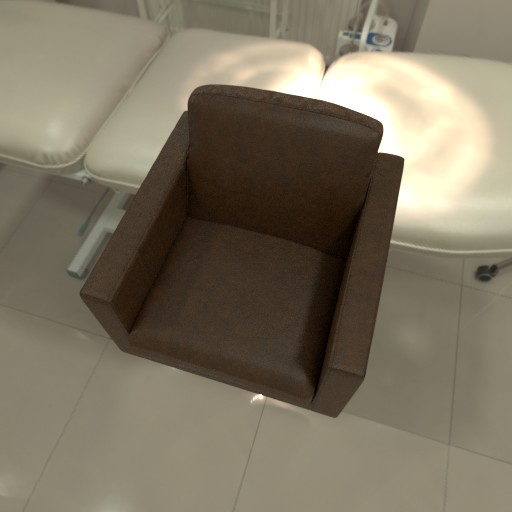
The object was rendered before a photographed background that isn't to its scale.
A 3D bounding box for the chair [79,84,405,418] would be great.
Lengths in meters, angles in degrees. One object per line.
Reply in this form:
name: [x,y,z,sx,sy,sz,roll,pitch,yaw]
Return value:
chair: [0.000,0.000,1.669,0.890,0.956,0.909,15,60,9]
